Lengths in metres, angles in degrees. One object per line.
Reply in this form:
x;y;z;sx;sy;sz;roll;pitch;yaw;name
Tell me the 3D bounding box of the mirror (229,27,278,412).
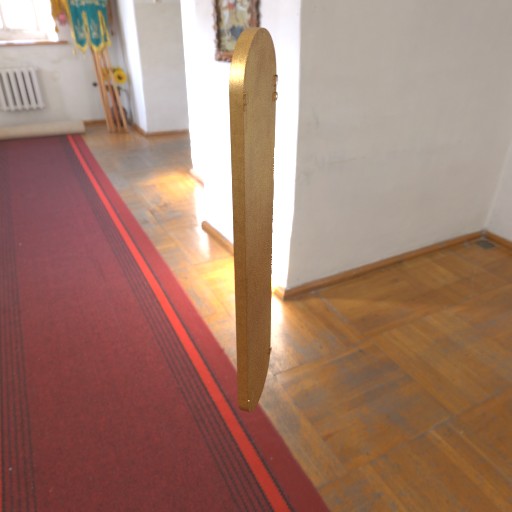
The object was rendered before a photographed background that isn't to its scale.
0.000;0.000;1.079;0.032;0.991;0.222;9;32;15;mirror
